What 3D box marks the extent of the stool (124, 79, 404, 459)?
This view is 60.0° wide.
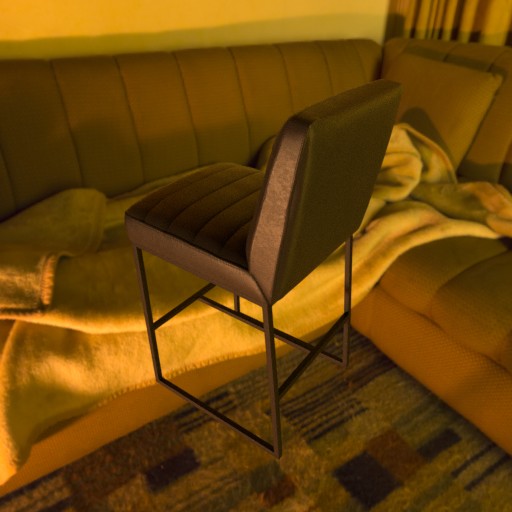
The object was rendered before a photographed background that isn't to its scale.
[{"bbox_3d":[0.000,0.000,1.249,0.552,0.938,0.457,21,37,30],"label":"stool"}]
